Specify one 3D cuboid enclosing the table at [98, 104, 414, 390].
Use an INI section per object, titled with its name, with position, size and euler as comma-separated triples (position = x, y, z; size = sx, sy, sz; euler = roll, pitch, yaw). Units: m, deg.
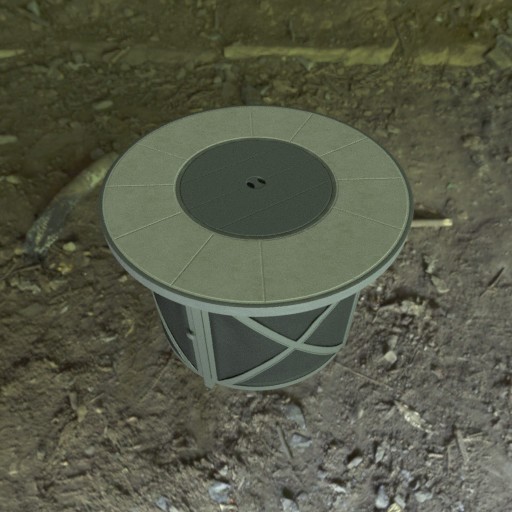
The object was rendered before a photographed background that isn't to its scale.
[table]
position = 0.000, 0.000, 1.560
size = 0.914, 0.650, 0.914
euler = 0, 48, 0
